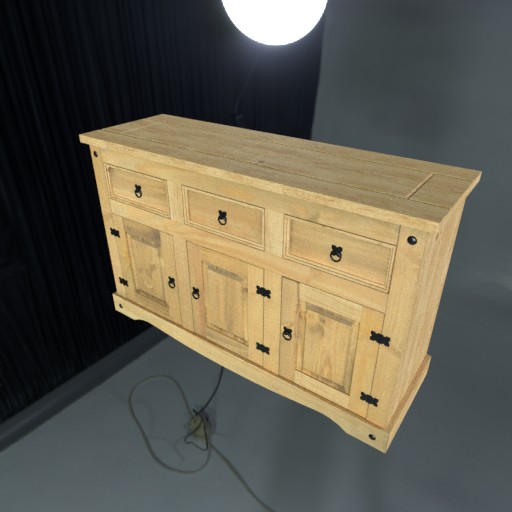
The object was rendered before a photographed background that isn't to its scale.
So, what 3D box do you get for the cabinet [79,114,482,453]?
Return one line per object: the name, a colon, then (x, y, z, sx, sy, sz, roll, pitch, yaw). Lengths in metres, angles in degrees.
cabinet: (0.000, 0.000, 1.682, 1.321, 0.810, 0.432, 20, 35, 30)
